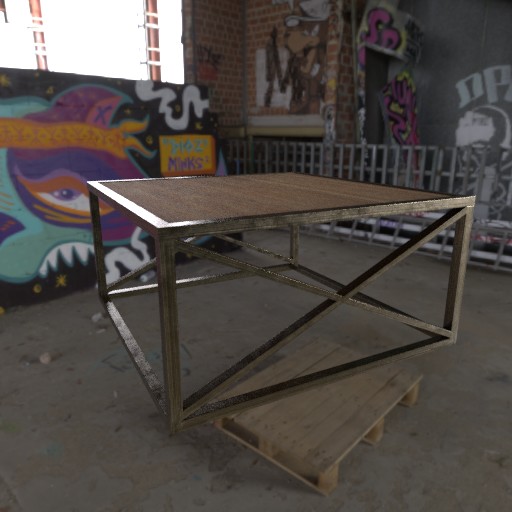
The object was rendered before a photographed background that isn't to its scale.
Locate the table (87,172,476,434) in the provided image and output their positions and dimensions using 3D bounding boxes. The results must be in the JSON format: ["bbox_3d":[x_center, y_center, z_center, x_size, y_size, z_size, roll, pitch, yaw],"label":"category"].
[{"bbox_3d":[0.000,0.000,1.475,0.899,0.451,0.909,-8,18,-27],"label":"table"}]
